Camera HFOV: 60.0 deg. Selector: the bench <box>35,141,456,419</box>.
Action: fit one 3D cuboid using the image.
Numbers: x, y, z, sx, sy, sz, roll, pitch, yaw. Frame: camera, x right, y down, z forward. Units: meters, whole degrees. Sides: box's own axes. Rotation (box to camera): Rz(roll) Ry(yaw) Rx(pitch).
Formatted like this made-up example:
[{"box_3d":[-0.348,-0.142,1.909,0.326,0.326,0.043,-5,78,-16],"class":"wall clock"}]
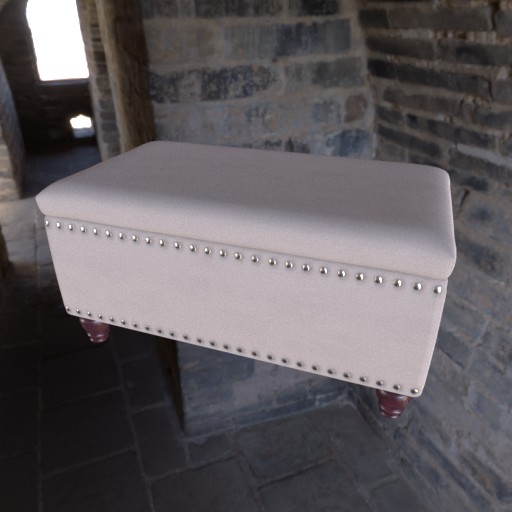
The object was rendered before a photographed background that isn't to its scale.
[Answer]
[{"box_3d":[0.000,0.000,1.161,0.887,0.449,0.500,10,29,17],"class":"bench"}]
